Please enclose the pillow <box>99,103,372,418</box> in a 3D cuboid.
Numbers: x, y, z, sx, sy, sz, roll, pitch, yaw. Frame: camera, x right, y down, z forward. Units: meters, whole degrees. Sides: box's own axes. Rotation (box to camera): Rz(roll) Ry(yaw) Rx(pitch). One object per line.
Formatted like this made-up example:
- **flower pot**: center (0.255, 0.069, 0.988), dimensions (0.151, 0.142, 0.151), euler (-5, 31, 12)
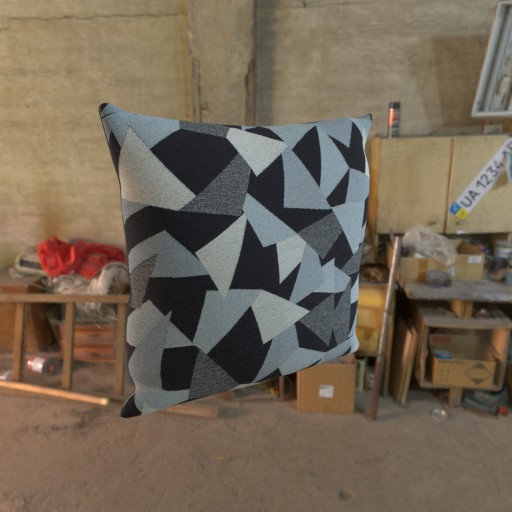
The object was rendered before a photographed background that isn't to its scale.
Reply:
- **pillow**: center (0.000, 0.000, 0.774), dimensions (0.503, 0.496, 0.208), euler (-8, 18, -27)
